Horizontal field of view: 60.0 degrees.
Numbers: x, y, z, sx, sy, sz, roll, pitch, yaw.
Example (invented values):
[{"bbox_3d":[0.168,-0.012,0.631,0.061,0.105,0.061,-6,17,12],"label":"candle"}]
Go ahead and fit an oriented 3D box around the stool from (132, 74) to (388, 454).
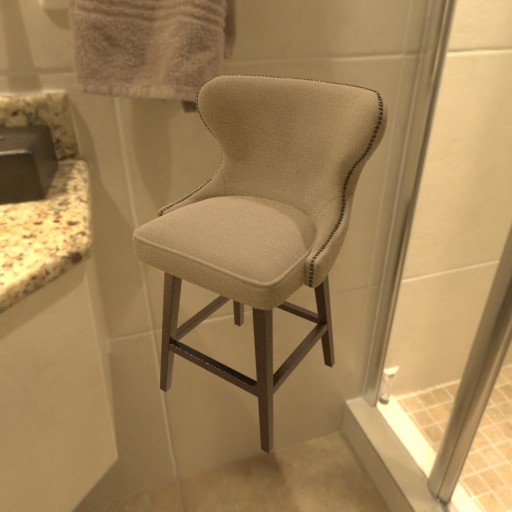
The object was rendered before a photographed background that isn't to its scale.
[{"bbox_3d":[0.000,0.000,1.379,0.615,0.972,0.597,19,35,29],"label":"stool"}]
